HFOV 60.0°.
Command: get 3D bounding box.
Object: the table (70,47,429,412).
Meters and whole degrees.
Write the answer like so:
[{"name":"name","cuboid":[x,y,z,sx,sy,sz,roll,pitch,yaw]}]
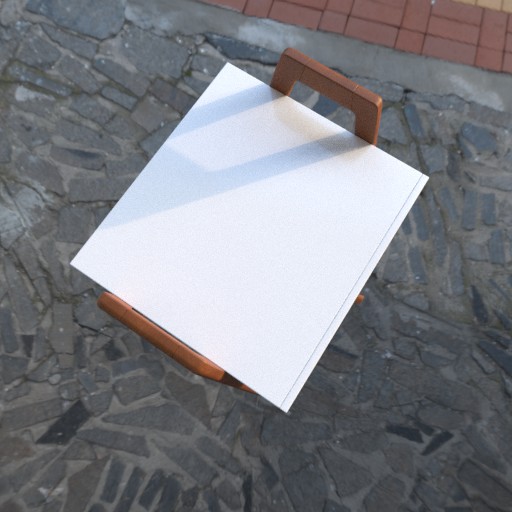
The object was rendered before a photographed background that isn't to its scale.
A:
[{"name":"table","cuboid":[0.000,0.000,0.880,0.405,0.610,0.457,33,78,8]}]
